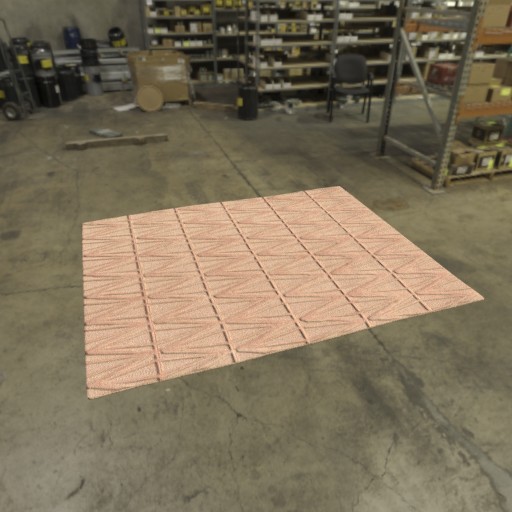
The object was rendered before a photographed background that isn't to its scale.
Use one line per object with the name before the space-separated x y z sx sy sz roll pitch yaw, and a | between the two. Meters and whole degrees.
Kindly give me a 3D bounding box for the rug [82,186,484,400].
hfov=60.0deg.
rug | 0.000 0.000 4.117 3.052 0.043 2.453 -10 34 -16
